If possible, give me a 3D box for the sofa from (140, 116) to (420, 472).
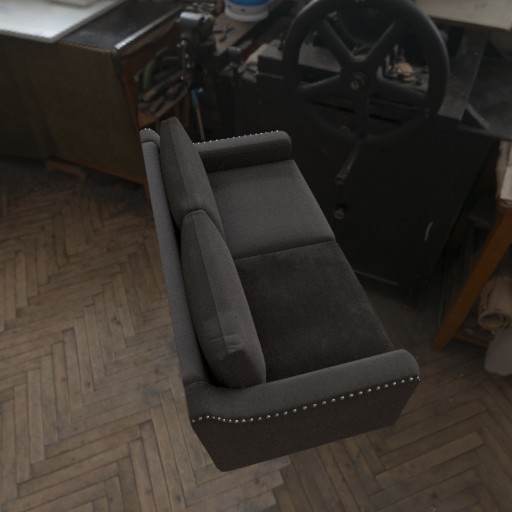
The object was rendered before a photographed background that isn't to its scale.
[{"bbox_3d":[0.000,0.000,3.298,1.336,1.196,2.550,-11,49,-10],"label":"sofa"}]
